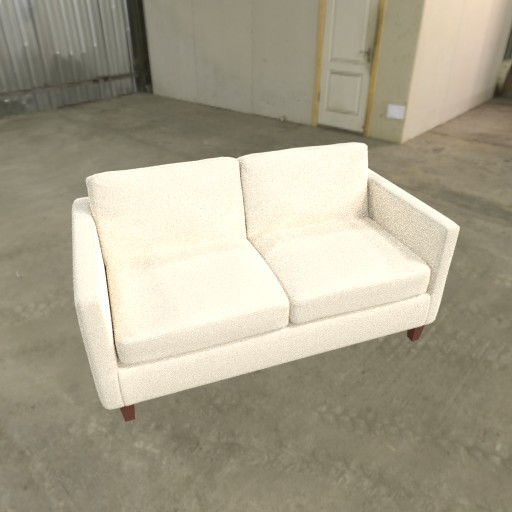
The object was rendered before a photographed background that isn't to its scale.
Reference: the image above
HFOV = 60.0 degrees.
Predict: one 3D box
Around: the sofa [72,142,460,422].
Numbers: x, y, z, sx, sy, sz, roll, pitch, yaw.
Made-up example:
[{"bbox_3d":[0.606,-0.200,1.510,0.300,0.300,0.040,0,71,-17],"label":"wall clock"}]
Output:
[{"bbox_3d":[0.000,0.000,2.277,1.702,0.888,0.964,-11,33,-17],"label":"sofa"}]
